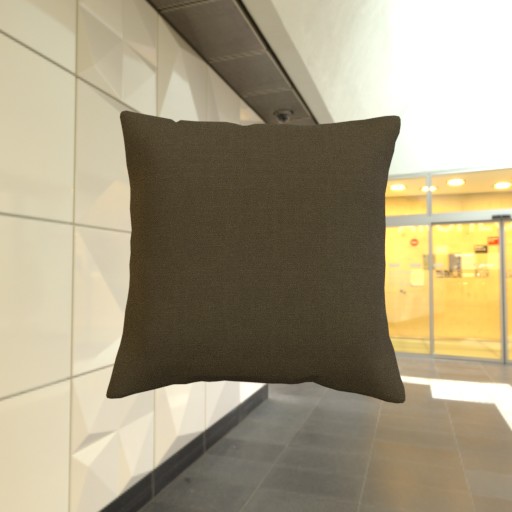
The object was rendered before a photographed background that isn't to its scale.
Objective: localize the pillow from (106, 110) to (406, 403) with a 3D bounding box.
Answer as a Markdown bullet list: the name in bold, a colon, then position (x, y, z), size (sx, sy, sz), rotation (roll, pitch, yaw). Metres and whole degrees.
- **pillow**: position (0.000, 0.000, 0.653), size (0.436, 0.430, 0.138), rotation (0, -2, 0)
